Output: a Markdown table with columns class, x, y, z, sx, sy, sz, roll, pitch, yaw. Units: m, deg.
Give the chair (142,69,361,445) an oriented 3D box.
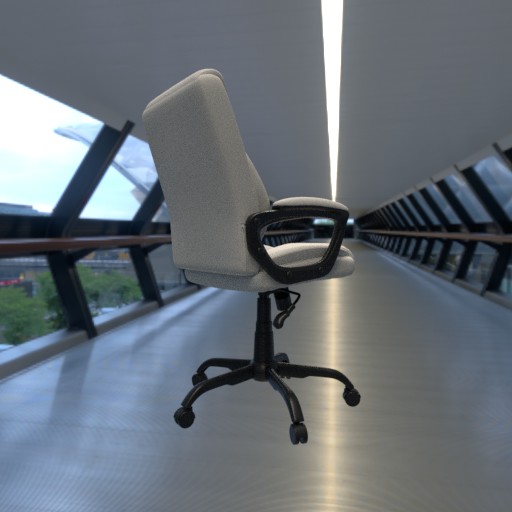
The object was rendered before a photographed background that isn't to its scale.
| class | x | y | z | sx | sy | sz | roll | pitch | yaw |
| --- | --- | --- | --- | --- | --- | --- | --- | --- | --- |
| chair | 0.000 | 0.000 | 1.541 | 0.669 | 1.065 | 0.663 | -2 | 3 | -36 |
